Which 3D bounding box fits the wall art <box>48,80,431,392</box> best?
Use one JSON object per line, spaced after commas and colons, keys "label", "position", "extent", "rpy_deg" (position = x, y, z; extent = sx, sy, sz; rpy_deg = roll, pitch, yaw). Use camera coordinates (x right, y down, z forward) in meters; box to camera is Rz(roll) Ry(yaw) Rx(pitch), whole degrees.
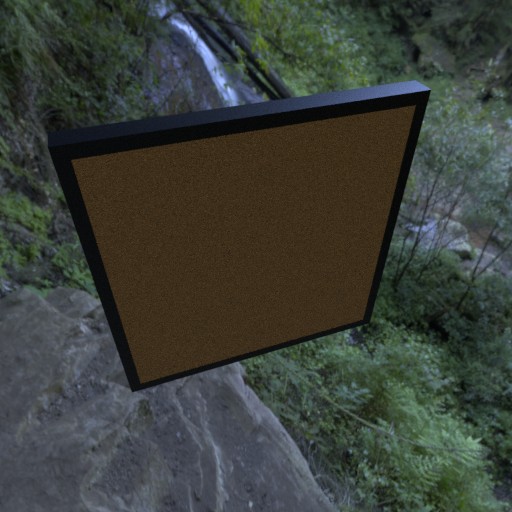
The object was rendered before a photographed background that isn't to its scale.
{"label": "wall art", "position": [0.000, 0.000, 0.741], "extent": [0.508, 0.508, 0.038], "rpy_deg": [-13, 43, -14]}
